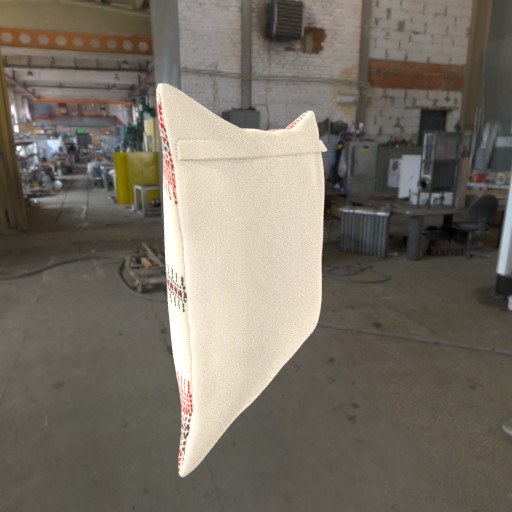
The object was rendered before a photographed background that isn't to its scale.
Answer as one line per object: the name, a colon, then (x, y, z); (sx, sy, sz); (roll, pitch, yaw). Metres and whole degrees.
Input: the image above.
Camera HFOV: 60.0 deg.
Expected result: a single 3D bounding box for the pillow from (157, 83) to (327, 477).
pillow: (0.000, 0.000, 0.686); (0.160, 0.454, 0.463); (7, 16, 24)
